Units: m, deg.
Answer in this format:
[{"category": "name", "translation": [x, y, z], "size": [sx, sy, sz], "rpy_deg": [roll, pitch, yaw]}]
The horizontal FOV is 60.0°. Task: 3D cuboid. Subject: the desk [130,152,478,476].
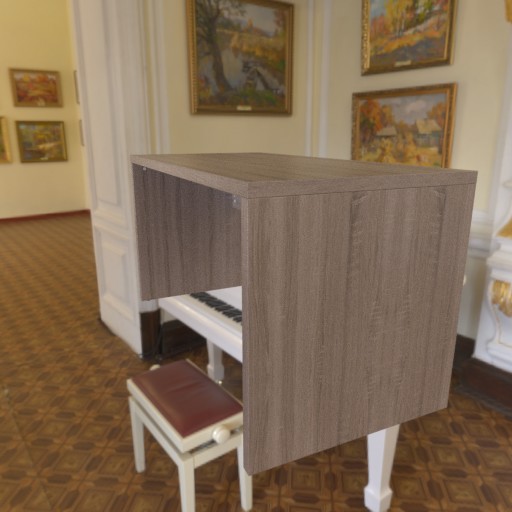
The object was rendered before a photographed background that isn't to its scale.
[{"category": "desk", "translation": [0.000, 0.000, 1.768], "size": [0.690, 0.745, 1.380], "rpy_deg": [-7, 17, -24]}]
